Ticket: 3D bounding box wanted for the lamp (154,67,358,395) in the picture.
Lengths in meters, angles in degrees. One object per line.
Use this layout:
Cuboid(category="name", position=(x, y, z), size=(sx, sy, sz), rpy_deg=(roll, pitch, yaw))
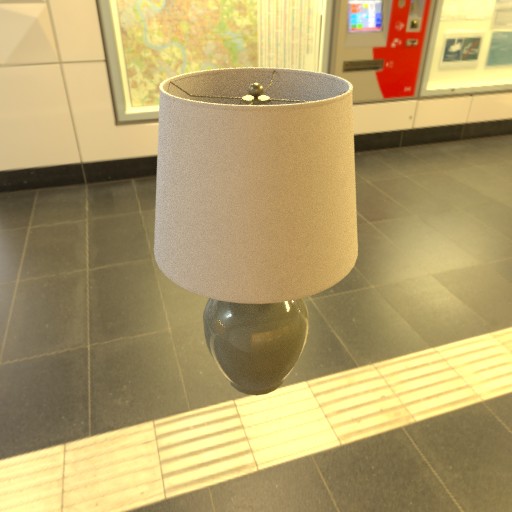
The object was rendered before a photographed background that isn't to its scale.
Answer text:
Cuboid(category="lamp", position=(0.000, 0.000, 0.541), size=(0.239, 0.399, 0.239), rpy_deg=(0, 32, 0))
